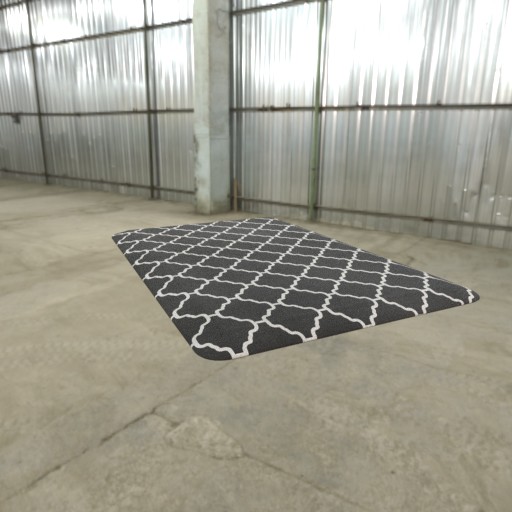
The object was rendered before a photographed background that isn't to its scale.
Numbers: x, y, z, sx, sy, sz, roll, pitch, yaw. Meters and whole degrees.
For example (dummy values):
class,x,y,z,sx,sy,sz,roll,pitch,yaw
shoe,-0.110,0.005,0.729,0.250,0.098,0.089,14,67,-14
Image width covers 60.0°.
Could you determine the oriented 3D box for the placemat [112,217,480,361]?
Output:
class,x,y,z,sx,sy,sz,roll,pitch,yaw
placemat,0.000,0.000,0.968,0.508,0.021,0.762,-8,18,-25
